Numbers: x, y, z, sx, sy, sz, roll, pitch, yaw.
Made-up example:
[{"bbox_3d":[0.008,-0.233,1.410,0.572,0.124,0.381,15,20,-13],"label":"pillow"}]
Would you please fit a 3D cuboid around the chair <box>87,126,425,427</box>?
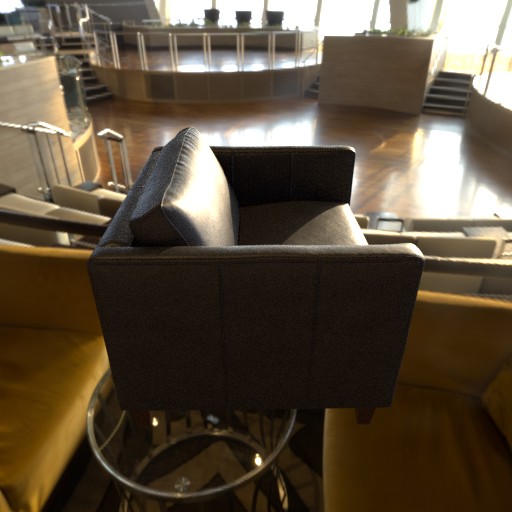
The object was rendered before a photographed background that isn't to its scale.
[{"bbox_3d":[0.000,0.000,1.621,0.862,0.811,0.939,0,31,-1],"label":"chair"}]
